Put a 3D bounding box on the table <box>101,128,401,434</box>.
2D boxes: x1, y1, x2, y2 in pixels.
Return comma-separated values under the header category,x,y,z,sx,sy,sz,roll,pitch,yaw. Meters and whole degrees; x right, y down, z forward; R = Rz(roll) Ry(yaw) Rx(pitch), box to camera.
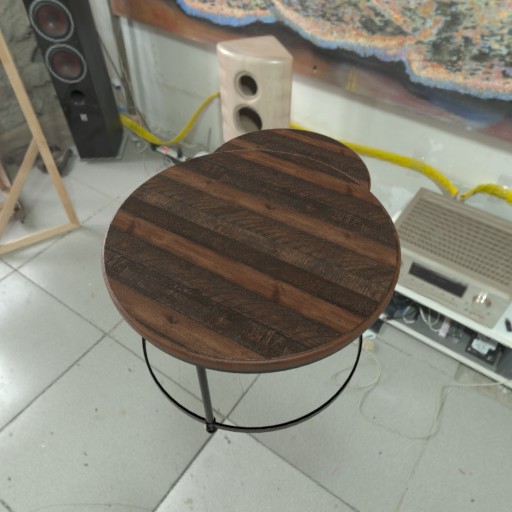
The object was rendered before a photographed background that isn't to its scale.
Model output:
category,x,y,z,sx,sy,sz,roll,pitch,yaw
table,0.000,0.000,1.595,0.870,0.516,1.152,4,47,4
